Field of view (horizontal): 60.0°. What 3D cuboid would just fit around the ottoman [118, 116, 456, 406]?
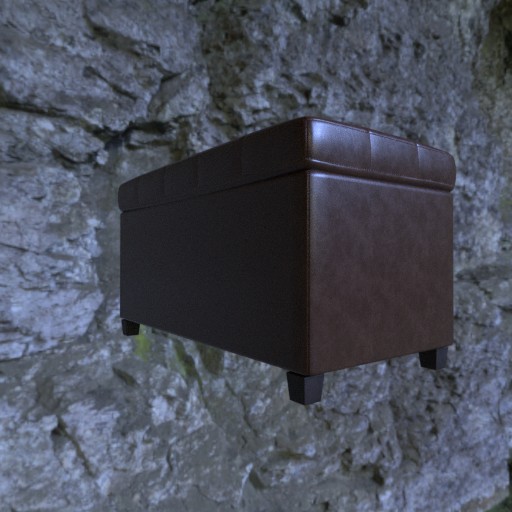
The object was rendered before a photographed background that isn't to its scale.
[{"bbox_3d":[0.000,0.000,1.126,0.432,0.470,0.838,0,0,-37],"label":"ottoman"}]
